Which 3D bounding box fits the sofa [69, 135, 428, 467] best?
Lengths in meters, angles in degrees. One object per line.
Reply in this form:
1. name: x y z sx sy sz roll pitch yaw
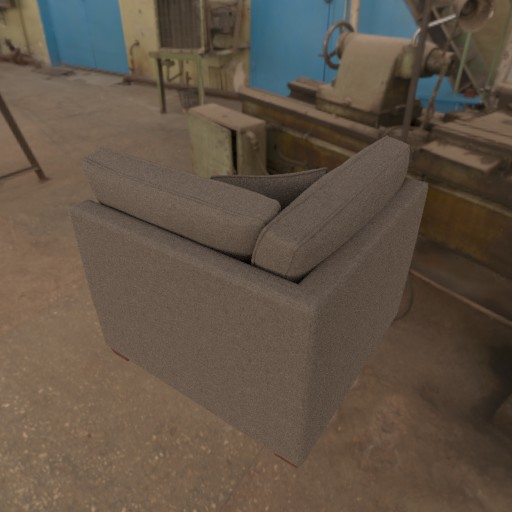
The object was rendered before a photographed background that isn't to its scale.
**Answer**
1. sofa: 0.000 0.000 2.028 1.146 1.002 1.084 21 39 28
